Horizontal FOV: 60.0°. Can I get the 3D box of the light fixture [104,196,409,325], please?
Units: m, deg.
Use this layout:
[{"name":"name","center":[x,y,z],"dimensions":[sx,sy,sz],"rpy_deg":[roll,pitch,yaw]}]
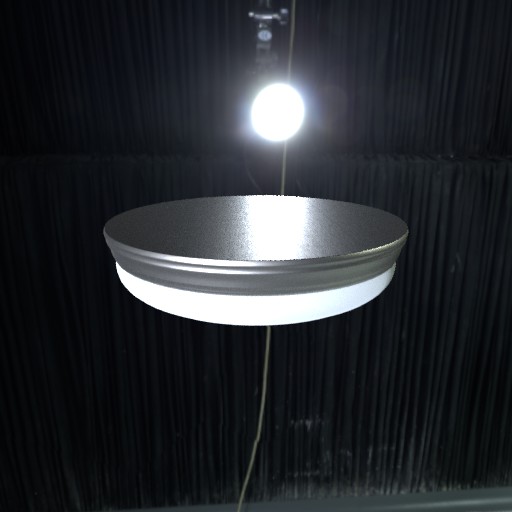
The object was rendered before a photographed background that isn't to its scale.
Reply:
[{"name":"light fixture","center":[0.000,0.000,0.576],"dimensions":[0.368,0.100,0.368],"rpy_deg":[0,17,0]}]
